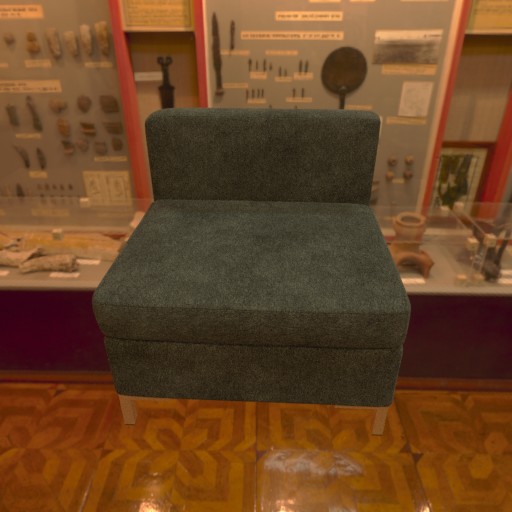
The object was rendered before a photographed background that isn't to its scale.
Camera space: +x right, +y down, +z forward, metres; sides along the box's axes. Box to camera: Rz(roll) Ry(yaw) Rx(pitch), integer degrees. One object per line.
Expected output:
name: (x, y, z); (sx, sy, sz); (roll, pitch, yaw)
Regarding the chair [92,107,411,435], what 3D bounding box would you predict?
chair: (0.000, 0.000, 1.209); (0.680, 0.660, 0.680); (1, 30, 2)
